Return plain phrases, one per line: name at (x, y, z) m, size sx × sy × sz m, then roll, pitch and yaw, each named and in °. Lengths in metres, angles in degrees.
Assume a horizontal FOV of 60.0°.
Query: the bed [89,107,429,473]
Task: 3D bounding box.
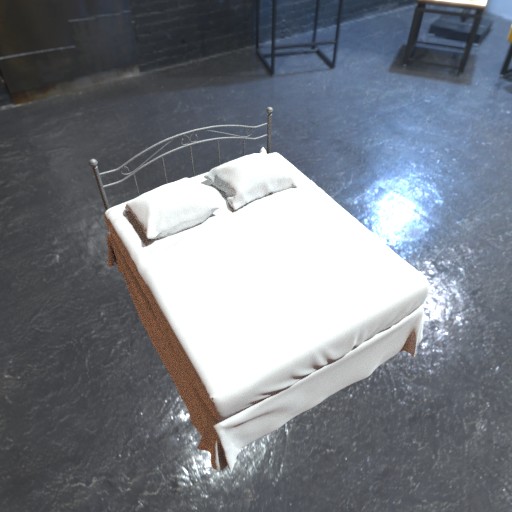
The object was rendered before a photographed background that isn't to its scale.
bed at (0.000, 0.000, 3.376) m, size 1.936 × 1.080 × 2.215 m, roll -23°, pitch 50°, yaw -21°
